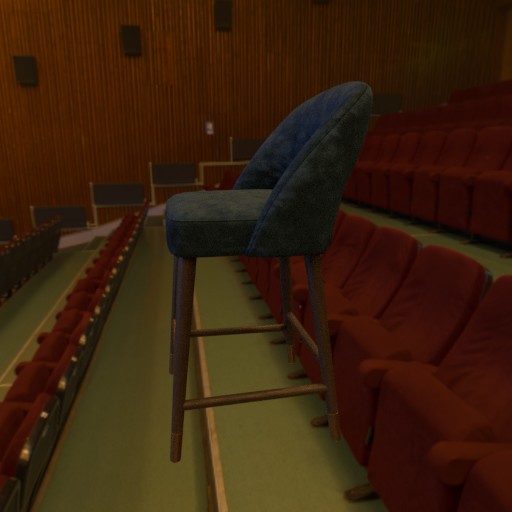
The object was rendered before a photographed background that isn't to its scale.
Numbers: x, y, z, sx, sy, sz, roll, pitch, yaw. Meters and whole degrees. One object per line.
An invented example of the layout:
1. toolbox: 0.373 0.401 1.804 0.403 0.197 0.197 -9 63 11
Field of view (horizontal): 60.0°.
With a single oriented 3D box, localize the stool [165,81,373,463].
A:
1. stool: 0.000 0.000 1.253 0.524 0.925 0.536 -3 15 -11
